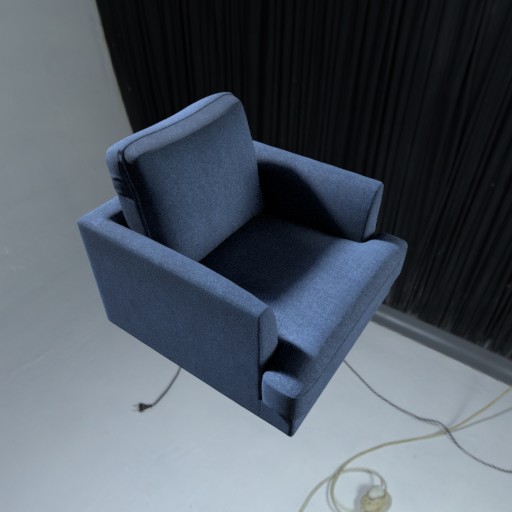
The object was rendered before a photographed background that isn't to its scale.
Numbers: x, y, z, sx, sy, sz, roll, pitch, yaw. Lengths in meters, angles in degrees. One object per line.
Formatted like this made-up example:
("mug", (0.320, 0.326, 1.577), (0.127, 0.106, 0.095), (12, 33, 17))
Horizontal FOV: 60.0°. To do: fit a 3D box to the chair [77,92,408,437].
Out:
("chair", (0.000, 0.000, 1.661), (0.899, 0.957, 0.858), (24, 46, 26))
